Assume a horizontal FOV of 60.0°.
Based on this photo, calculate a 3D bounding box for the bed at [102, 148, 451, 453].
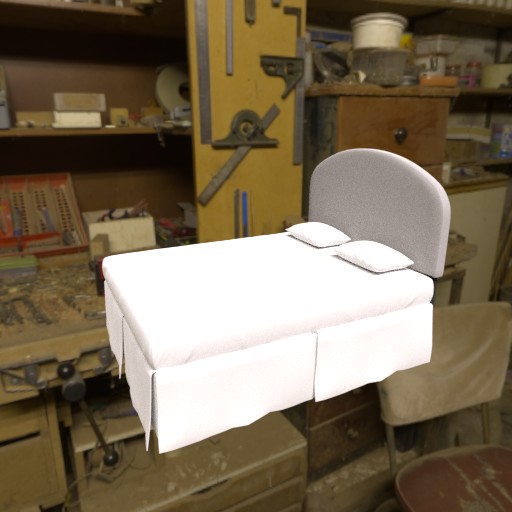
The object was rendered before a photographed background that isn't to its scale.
[{"bbox_3d":[0.000,0.000,3.120,2.005,1.410,1.607,-9,19,-25],"label":"bed"}]
